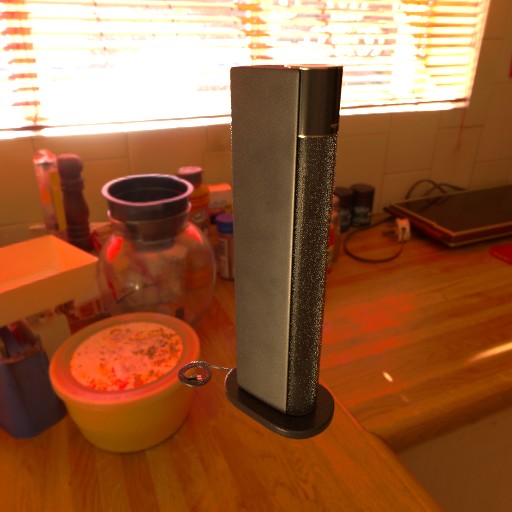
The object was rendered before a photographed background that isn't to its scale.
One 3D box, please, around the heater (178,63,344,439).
[{"bbox_3d":[0.000,0.000,1.072,0.458,0.856,0.214,18,31,32],"label":"heater"}]
